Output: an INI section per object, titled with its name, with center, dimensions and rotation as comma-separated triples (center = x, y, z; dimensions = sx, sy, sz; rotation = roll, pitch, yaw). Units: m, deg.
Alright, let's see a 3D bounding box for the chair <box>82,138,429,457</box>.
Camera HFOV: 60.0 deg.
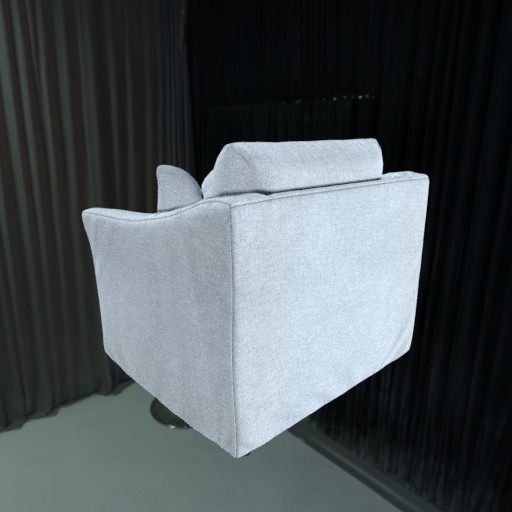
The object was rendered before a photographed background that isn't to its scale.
[chair]
center = 0.000, 0.000, 2.066
dimensions = 1.194, 1.059, 1.071
rotation = -14, 21, -41
